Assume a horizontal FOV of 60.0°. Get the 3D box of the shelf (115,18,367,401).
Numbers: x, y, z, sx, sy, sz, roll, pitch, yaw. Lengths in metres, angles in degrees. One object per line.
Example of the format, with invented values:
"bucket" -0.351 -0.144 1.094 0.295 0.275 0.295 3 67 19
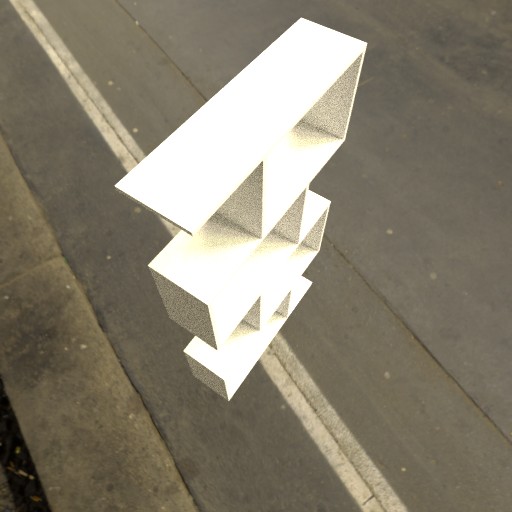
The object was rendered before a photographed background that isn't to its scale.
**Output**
"shelf" 0.000 0.000 1.970 0.250 1.650 0.890 31 63 17
